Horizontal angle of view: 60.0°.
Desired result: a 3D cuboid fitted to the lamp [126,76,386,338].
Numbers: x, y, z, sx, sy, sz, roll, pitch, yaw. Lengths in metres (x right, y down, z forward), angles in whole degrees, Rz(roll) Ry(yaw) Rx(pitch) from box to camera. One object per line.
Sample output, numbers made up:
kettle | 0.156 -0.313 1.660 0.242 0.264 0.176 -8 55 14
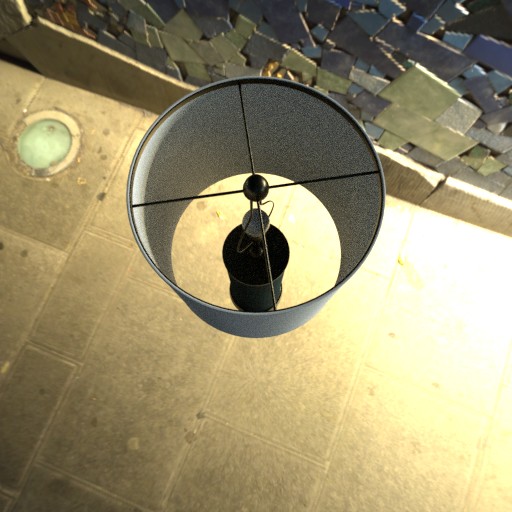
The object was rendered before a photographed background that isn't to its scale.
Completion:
lamp | 0.000 0.000 0.804 0.301 0.630 0.301 36 77 9
